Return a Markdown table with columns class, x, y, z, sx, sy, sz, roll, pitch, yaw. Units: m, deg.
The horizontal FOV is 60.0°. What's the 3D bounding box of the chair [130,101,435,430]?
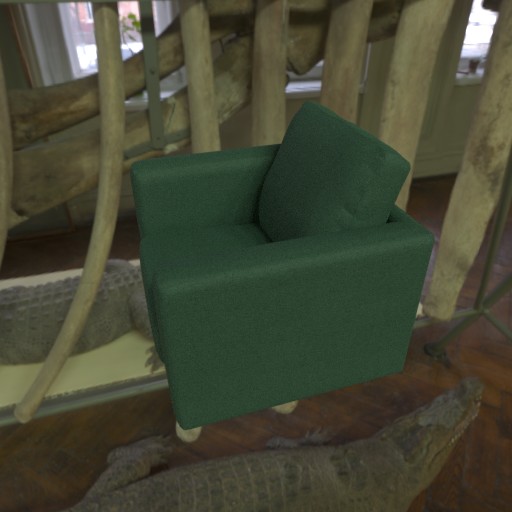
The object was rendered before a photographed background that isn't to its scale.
| class | x | y | z | sx | sy | sz | roll | pitch | yaw |
| --- | --- | --- | --- | --- | --- | --- | --- | --- | --- |
| chair | 0.000 | 0.000 | 1.582 | 0.800 | 0.927 | 0.855 | -10 | 35 | -15 |
